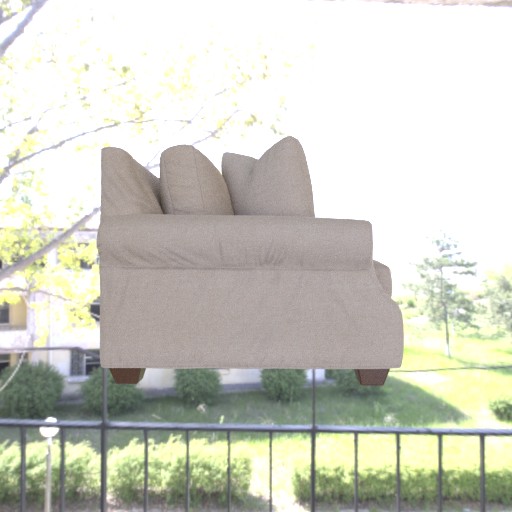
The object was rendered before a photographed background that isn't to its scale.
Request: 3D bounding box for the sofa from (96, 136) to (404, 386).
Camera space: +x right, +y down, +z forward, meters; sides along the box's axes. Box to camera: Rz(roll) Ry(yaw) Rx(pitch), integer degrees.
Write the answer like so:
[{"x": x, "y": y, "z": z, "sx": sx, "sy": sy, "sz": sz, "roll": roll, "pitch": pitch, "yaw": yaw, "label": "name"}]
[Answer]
[{"x": 0.000, "y": 0.000, "z": 2.216, "sx": 1.070, "sy": 0.905, "sz": 1.550, "roll": 0, "pitch": -1, "yaw": 1, "label": "sofa"}]
